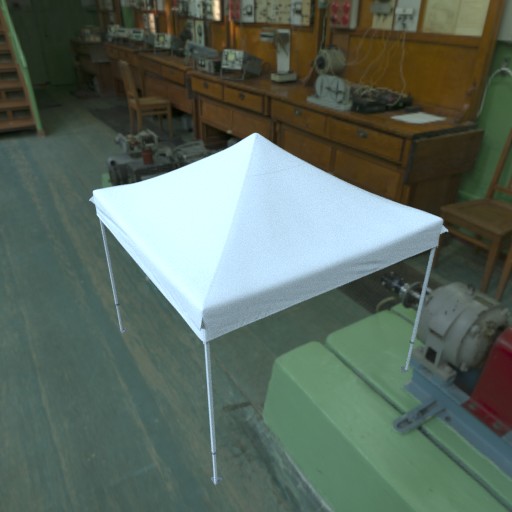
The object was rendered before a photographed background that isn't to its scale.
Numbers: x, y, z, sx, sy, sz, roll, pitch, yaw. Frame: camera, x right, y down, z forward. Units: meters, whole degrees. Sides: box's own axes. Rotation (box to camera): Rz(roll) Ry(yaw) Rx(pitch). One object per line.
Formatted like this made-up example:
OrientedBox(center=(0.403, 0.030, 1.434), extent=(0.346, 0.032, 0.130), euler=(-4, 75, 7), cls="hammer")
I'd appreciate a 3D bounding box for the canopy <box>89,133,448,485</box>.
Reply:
OrientedBox(center=(0.000, 0.000, 5.424), extent=(2.996, 2.998, 2.994), euler=(-18, 35, -28), cls="canopy")
